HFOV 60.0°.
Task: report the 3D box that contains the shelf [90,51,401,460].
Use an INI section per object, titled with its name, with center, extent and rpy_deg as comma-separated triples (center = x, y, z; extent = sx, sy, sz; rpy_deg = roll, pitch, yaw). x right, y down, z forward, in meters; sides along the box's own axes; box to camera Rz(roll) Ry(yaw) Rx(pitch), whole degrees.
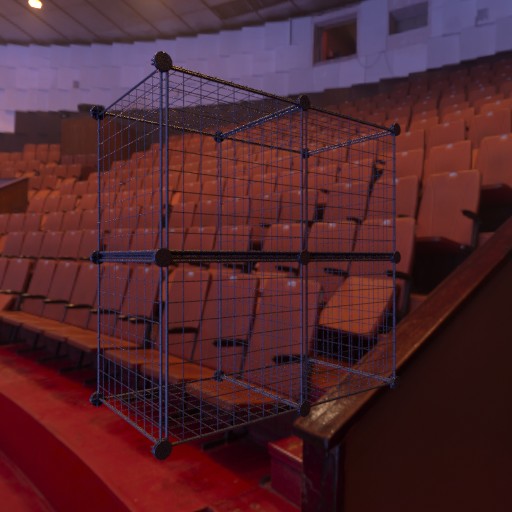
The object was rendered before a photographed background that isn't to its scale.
[shelf]
center = 0.000, 0.000, 1.119
extent = 0.711, 0.711, 0.356
rpy_deg = 0, 0, -37
